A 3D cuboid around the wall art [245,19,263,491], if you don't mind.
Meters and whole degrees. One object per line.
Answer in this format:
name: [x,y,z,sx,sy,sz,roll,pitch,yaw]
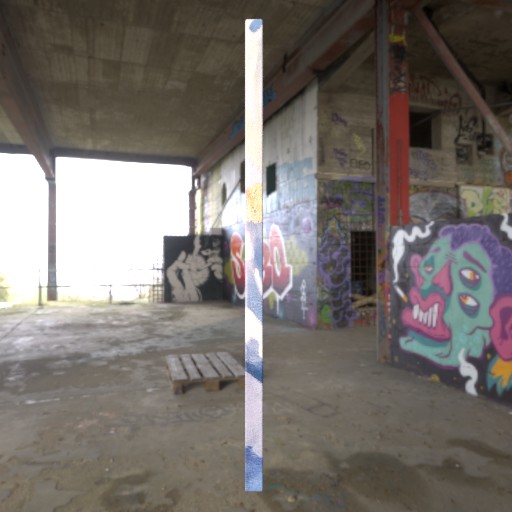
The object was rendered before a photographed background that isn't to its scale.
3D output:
wall art: [0.000,0.000,1.330,0.038,1.015,0.761,0,-1,1]
